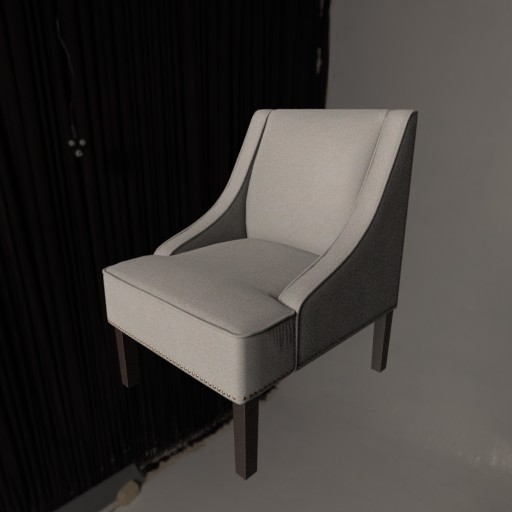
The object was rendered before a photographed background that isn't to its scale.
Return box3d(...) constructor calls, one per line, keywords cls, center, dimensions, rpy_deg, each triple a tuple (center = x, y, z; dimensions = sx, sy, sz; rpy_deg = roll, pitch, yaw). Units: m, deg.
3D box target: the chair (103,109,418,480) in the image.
box3d(cls="chair", center=(0.000, 0.000, 1.380), dimensions=(0.631, 0.867, 0.747), rpy_deg=(17, 25, 41))
